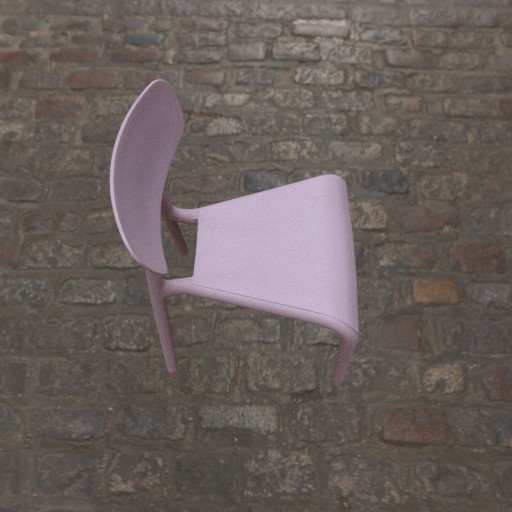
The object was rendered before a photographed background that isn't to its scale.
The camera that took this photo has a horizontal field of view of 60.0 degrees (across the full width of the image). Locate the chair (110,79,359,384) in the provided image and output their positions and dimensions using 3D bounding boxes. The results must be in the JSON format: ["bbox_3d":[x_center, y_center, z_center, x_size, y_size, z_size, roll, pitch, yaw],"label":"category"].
[{"bbox_3d":[0.000,0.000,0.821,0.401,0.580,0.356,1,64,0],"label":"chair"}]
